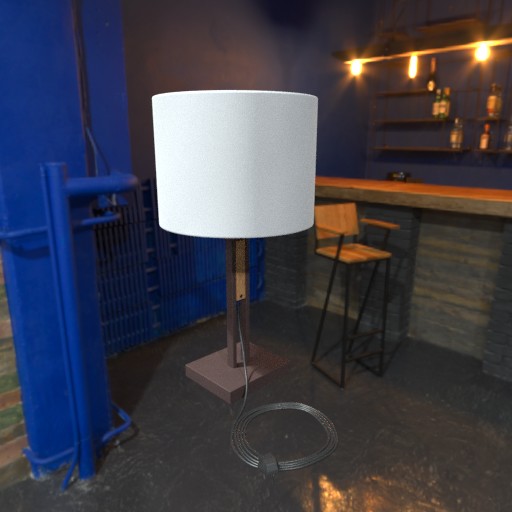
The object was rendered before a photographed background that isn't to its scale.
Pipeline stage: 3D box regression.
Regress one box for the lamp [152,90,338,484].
[{"bbox_3d":[0.000,0.000,0.978,0.396,0.668,0.525,-14,20,-42],"label":"lamp"}]
